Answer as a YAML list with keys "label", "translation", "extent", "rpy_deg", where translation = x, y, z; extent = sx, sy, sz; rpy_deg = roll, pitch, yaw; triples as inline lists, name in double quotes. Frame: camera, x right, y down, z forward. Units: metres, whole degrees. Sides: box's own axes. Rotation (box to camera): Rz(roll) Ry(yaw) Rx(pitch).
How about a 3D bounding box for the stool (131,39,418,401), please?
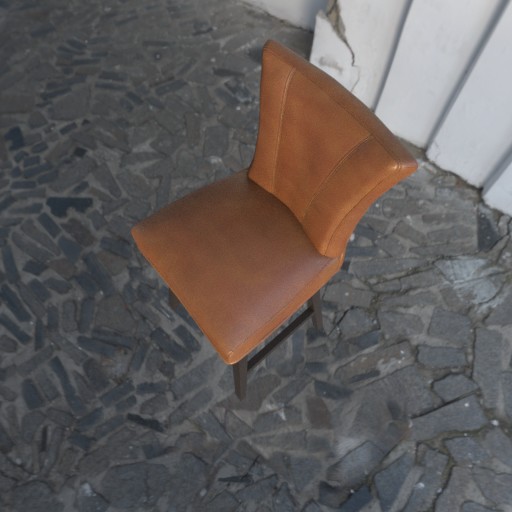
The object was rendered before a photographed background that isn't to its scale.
- label: "stool"
  translation: [0.000, 0.000, 1.450]
  extent: [0.585, 1.094, 0.522]
  rpy_deg: [-35, 69, -16]
